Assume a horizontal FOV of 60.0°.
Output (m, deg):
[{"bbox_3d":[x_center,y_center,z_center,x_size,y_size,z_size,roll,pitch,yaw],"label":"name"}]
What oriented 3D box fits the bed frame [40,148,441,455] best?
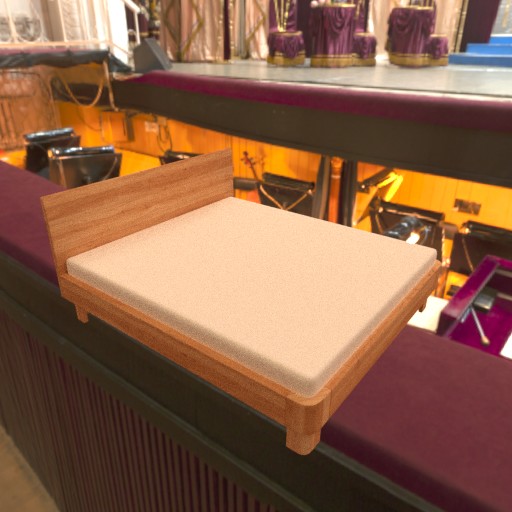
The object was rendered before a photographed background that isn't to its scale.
[{"bbox_3d":[0.000,0.000,3.161,2.092,0.940,1.872,19,32,33],"label":"bed frame"}]
